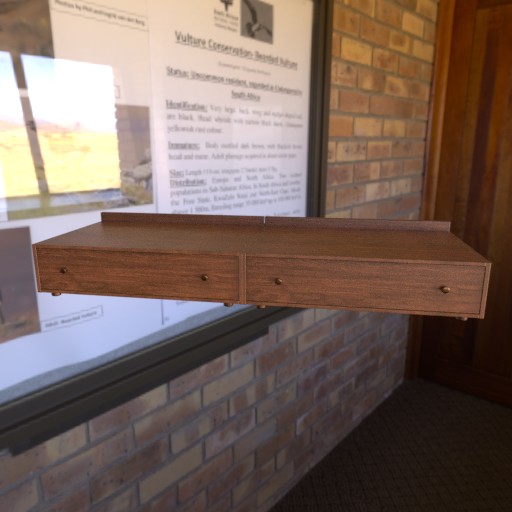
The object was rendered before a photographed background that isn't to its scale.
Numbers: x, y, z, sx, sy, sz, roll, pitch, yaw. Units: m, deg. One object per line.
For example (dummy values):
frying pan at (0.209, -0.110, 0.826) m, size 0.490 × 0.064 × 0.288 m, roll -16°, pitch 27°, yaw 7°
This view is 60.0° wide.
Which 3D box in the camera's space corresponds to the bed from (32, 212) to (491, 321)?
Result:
bed at (0.000, 0.000, 2.343) m, size 2.057 × 0.326 × 0.787 m, roll 2°, pitch 14°, yaw 9°
